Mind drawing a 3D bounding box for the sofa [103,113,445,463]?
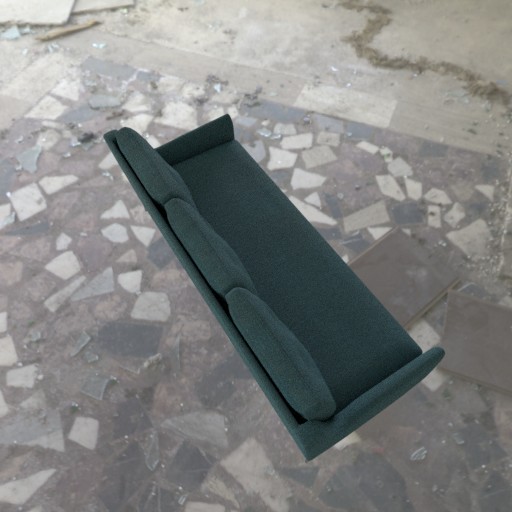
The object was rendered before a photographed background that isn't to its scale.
[{"bbox_3d":[0.000,0.000,2.523,0.849,0.837,2.060,-28,61,-17],"label":"sofa"}]
